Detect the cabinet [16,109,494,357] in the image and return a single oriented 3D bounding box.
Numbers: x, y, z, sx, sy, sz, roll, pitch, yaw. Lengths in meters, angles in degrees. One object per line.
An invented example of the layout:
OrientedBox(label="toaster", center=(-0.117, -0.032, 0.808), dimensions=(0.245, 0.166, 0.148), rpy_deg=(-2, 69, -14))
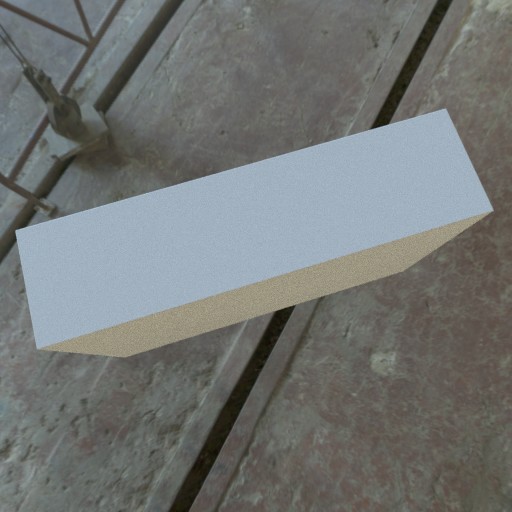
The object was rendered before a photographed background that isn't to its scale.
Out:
OrientedBox(label="cabinet", center=(0.000, 0.000, 1.823), dimensions=(1.450, 0.900, 0.380), rpy_deg=(-17, 76, -4))
